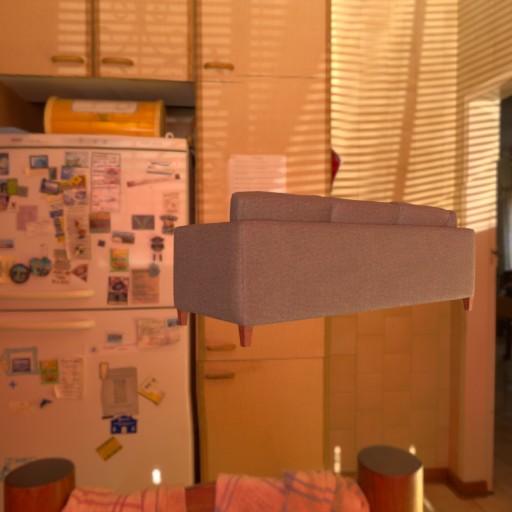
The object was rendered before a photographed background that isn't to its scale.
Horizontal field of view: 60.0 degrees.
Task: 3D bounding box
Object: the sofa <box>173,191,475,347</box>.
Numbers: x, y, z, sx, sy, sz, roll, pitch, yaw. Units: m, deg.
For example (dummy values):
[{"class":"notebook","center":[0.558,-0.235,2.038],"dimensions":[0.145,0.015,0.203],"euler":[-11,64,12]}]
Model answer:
[{"class":"sofa","center":[0.000,0.000,4.585],"dimensions":[2.593,0.947,3.302],"euler":[-1,2,-35]}]
